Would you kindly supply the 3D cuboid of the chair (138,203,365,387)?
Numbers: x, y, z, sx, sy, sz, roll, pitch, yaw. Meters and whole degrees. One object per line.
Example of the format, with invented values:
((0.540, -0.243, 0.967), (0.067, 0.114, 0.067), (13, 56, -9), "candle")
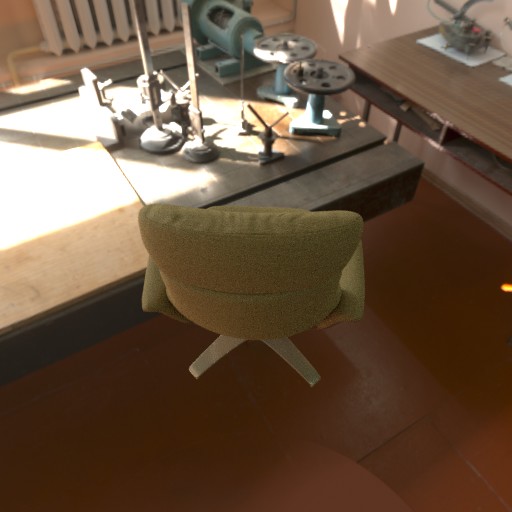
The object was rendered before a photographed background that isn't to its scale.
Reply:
((0.000, 0.000, 1.590), (0.785, 0.995, 0.837), (2, 47, 2), "chair")
